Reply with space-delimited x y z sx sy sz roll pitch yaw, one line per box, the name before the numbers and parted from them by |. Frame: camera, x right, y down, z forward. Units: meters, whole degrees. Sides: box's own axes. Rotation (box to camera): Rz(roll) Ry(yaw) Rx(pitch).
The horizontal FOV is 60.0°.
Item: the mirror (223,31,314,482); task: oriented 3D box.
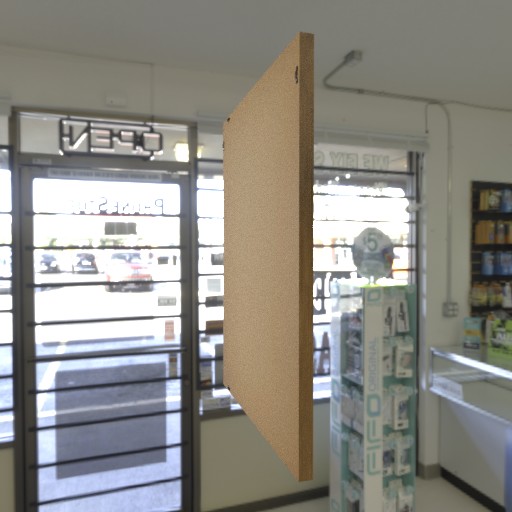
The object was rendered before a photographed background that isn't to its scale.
mirror | 0.000 0.000 1.367 0.041 1.016 0.762 0 1 -17
